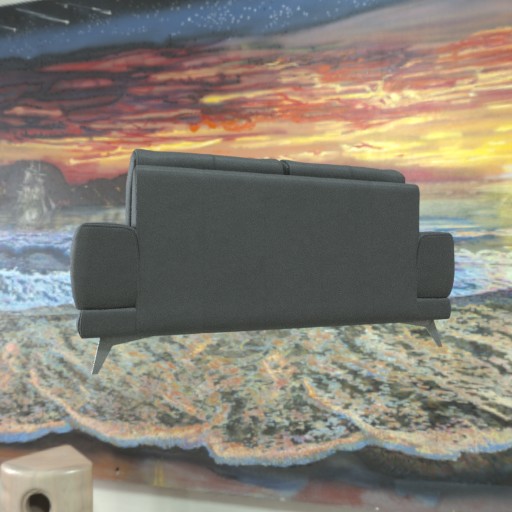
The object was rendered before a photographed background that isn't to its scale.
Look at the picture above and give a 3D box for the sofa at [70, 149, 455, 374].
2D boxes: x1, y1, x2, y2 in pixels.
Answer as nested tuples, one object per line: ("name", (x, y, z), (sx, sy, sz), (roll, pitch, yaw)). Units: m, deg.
("sofa", (0.000, 0.000, 2.378), (1.806, 0.907, 1.018), (0, -1, -19))
